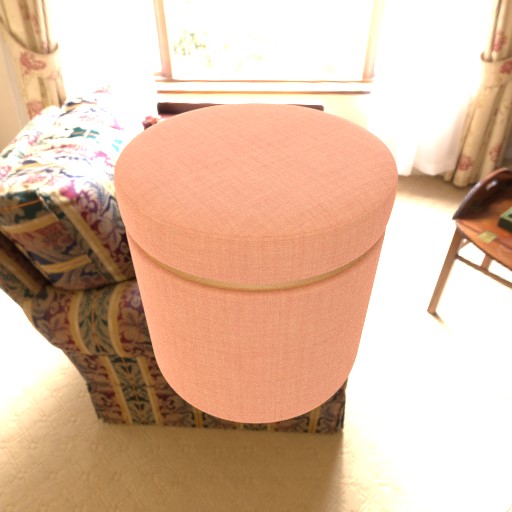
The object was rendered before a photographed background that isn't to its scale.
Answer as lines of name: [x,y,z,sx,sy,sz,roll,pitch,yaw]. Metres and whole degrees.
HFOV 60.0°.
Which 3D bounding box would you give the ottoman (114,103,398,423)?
ottoman: [0.000,0.000,0.751,0.400,0.406,0.400,0,40,0]
